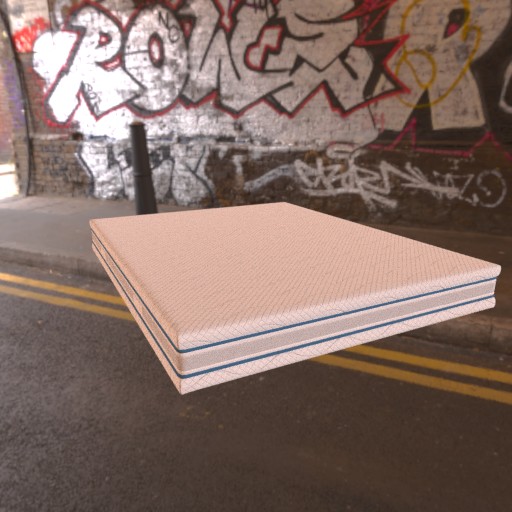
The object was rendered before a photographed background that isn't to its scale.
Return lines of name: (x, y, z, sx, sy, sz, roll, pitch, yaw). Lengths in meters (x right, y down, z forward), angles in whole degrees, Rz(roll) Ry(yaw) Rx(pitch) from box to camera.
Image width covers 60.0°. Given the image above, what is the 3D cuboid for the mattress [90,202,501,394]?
mattress: (0.000, 0.000, 2.635, 1.600, 0.230, 2.000, -8, 19, -26)
